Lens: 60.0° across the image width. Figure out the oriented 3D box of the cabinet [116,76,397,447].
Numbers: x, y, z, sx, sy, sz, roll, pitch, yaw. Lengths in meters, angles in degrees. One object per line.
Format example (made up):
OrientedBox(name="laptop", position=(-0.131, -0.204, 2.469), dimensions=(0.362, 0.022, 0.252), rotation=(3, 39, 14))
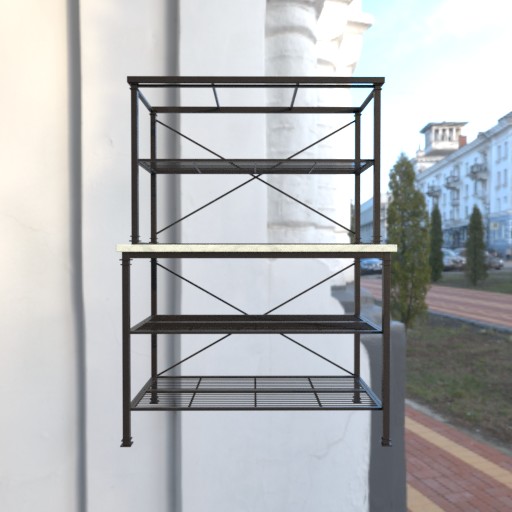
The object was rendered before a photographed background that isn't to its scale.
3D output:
OrientedBox(name="cabinet", position=(0.000, 0.000, 2.204), dimensions=(1.210, 1.659, 0.610), rotation=(0, 1, 0))
